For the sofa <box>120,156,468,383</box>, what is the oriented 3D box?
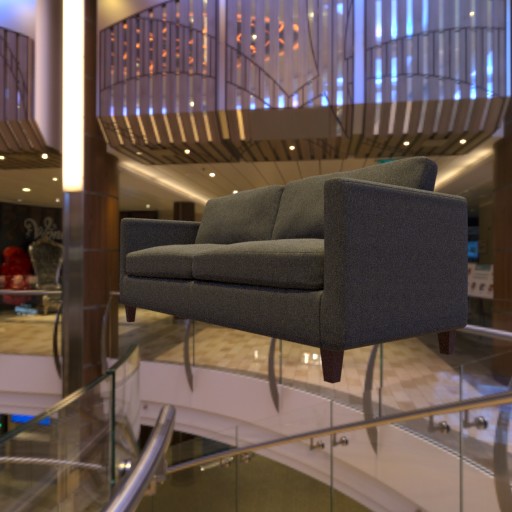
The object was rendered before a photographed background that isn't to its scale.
[{"bbox_3d":[0.000,0.000,2.731,0.948,0.965,2.208,0,0,-37],"label":"sofa"}]
